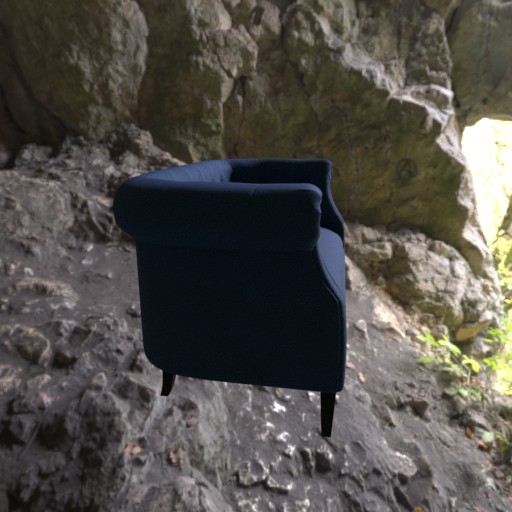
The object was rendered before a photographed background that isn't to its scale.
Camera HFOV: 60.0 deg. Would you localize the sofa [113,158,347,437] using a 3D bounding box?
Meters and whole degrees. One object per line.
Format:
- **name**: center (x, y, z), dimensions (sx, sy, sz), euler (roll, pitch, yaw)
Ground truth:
- **sofa**: center (0.000, 0.000, 2.065), dimensions (0.835, 0.827, 1.558), euler (3, 16, 10)
